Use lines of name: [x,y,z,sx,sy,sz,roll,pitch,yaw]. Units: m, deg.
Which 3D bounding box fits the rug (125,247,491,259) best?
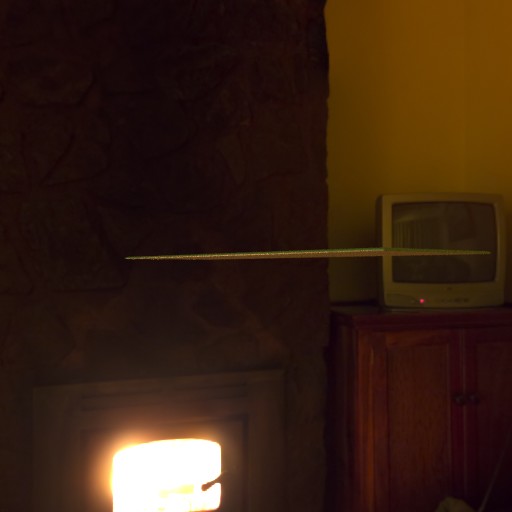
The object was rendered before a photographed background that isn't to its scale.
rug: [0.000,0.000,2.416,0.662,0.011,2.196,1,-1,-36]
